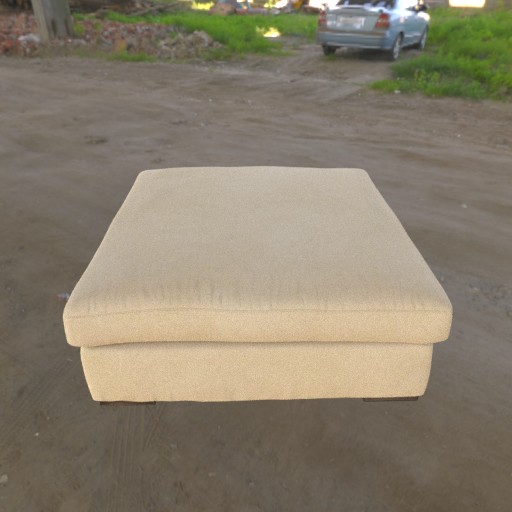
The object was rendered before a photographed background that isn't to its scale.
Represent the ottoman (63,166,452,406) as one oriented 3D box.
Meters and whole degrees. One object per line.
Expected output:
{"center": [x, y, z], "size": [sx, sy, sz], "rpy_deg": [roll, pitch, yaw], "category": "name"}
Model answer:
{"center": [0.000, 0.000, 1.887], "size": [1.190, 0.522, 1.205], "rpy_deg": [-1, 31, -1], "category": "ottoman"}
